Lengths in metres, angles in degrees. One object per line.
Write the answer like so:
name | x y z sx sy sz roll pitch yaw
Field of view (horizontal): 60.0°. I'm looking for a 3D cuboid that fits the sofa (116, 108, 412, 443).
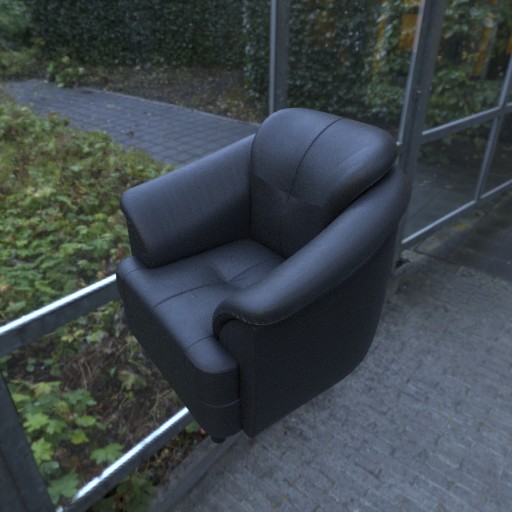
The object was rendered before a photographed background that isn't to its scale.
sofa | 0.000 0.000 1.491 0.794 0.811 0.870 -21 37 -30
